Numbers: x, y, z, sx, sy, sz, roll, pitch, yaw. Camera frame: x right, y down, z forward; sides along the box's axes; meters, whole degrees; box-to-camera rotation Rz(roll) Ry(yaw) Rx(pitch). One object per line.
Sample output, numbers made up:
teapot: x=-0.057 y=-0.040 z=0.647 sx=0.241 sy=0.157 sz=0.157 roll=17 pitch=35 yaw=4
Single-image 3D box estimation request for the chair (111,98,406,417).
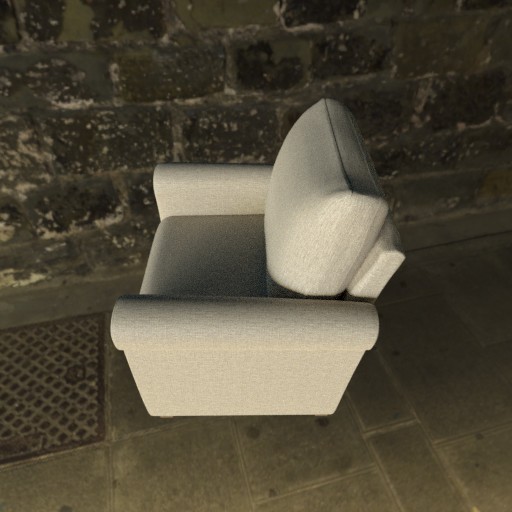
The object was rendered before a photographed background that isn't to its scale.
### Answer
chair: x=0.000 y=0.000 z=2.304 sx=1.180 sy=1.349 sz=1.275 roll=0 pitch=43 yaw=0
